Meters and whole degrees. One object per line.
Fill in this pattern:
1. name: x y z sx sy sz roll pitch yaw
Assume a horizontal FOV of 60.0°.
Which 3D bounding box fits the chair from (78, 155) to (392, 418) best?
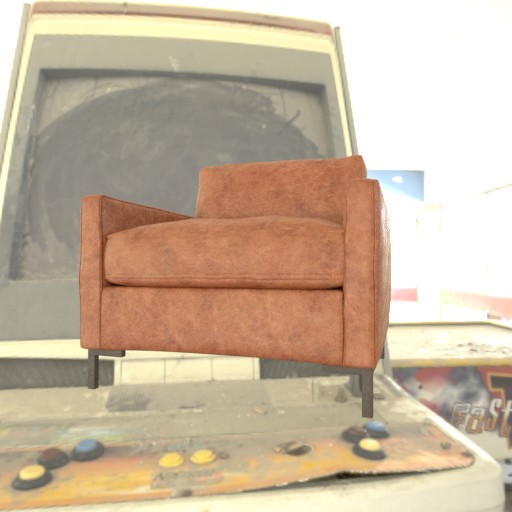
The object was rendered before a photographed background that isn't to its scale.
1. chair: 0.000 0.000 1.675 0.967 0.869 0.862 0 -1 18
